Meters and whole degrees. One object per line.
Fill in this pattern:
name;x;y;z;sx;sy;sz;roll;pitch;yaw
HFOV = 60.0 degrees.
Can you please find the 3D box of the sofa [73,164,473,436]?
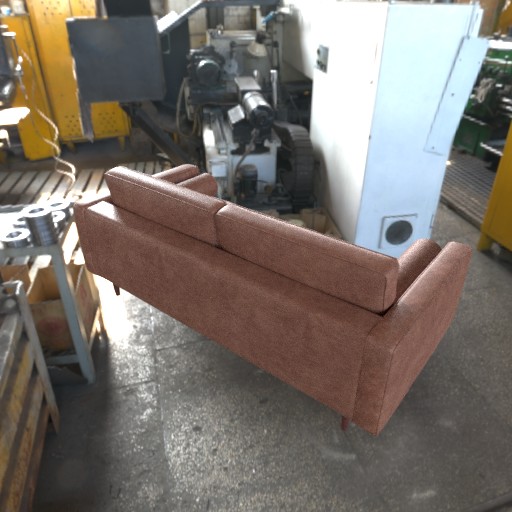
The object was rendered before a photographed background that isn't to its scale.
sofa;0.000;0.000;2.305;1.870;0.760;0.910;22;37;32
